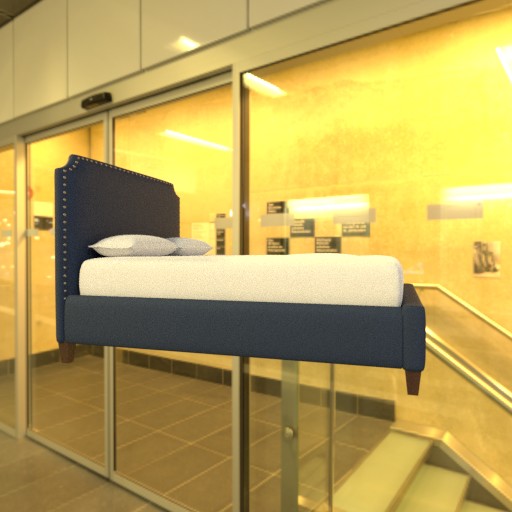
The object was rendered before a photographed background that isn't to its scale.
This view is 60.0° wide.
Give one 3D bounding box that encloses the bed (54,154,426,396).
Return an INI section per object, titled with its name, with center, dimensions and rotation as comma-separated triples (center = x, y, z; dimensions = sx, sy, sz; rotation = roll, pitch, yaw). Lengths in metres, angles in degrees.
[bed]
center = 0.000, 0.000, 3.438
dimensions = 2.372, 1.443, 1.712
rotation = 0, 1, 18
